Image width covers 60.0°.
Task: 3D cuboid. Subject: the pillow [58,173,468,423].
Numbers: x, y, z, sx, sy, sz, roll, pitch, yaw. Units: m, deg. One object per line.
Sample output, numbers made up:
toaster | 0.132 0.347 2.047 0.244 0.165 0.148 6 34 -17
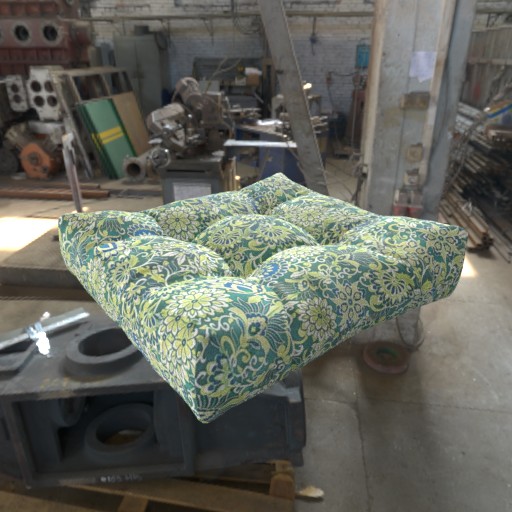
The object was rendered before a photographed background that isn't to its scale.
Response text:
pillow | 0.000 0.000 0.713 0.490 0.128 0.468 -18 30 -34
